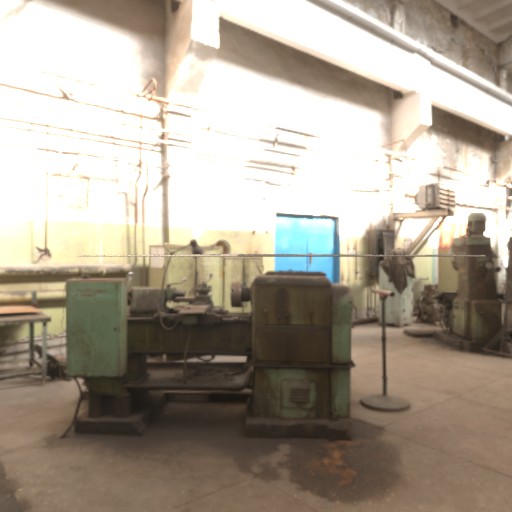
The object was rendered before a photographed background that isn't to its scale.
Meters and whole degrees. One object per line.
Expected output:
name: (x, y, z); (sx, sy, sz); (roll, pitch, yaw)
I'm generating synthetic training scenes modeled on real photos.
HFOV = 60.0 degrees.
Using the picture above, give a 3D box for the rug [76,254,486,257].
rug: (0.000, 0.000, 4.096); (2.423, 0.014, 3.040); (0, 0, -36)
